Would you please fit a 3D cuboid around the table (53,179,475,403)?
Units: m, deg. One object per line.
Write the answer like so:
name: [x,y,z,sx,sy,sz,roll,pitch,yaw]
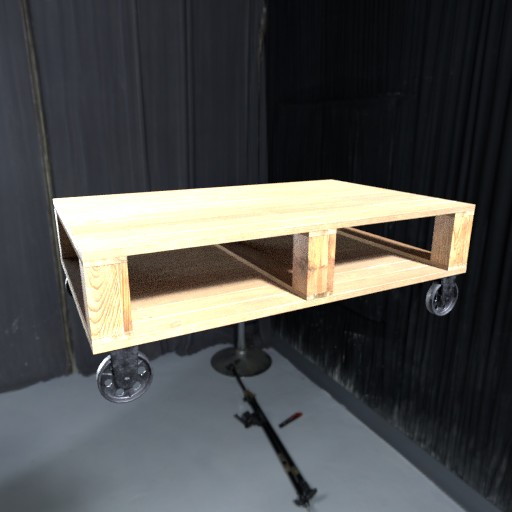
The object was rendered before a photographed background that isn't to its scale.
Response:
table: [0.000,0.000,1.672,1.299,0.413,0.827,-9,19,-26]
